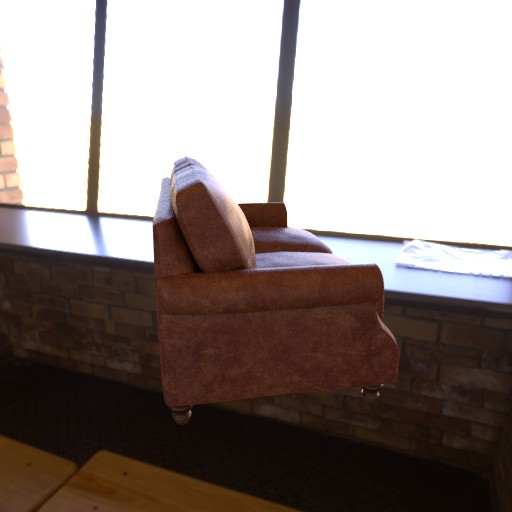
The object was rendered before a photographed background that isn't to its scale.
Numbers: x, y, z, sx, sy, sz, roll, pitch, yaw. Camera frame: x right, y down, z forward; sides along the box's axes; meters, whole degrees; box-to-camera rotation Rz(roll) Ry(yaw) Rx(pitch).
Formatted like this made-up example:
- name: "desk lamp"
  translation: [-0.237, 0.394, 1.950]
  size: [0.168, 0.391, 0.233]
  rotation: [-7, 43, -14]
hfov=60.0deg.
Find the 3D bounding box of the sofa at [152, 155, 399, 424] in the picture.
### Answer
- name: "sofa"
  translation: [0.000, 0.000, 2.341]
  size: [0.990, 0.967, 1.616]
  rotation: [-3, 17, -10]
